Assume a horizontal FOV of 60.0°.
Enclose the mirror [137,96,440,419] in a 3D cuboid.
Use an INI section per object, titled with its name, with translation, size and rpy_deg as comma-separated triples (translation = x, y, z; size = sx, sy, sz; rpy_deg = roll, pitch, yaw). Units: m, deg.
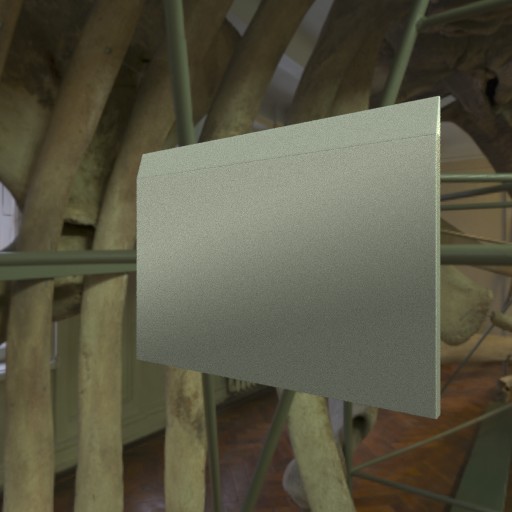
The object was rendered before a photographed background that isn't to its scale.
[mirror]
translation = 0.000, 0.000, 1.115
size = 0.870, 0.630, 0.030
rpy_deg = 0, 0, 35
